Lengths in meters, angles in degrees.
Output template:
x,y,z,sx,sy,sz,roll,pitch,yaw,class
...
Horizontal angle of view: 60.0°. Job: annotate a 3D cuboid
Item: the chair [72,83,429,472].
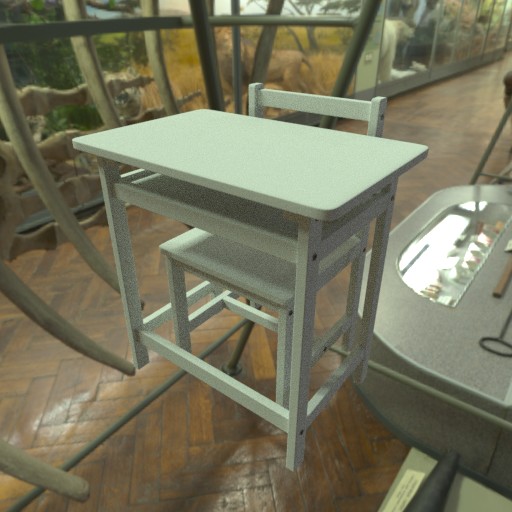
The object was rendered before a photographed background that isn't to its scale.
x,y,z,sx,sy,sz,roll,pitch,yaw,class
0.000,0.000,1.023,0.599,0.673,0.461,20,35,32,chair
